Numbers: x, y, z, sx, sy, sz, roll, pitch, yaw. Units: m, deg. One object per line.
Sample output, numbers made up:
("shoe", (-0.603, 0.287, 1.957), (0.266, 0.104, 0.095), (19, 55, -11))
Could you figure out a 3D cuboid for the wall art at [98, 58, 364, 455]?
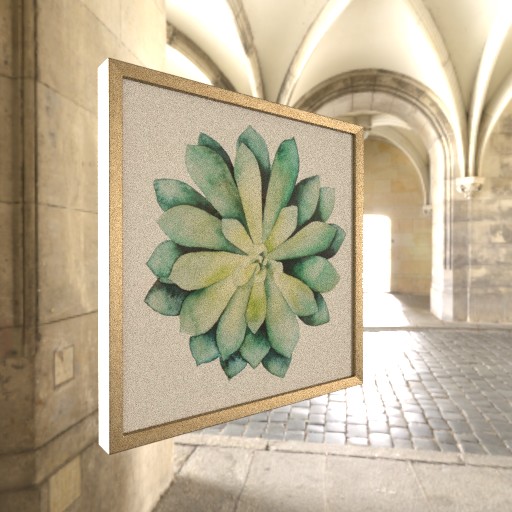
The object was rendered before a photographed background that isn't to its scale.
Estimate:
("wall art", (0.000, 0.000, 0.732), (0.503, 0.506, 0.040), (0, 0, -38))
